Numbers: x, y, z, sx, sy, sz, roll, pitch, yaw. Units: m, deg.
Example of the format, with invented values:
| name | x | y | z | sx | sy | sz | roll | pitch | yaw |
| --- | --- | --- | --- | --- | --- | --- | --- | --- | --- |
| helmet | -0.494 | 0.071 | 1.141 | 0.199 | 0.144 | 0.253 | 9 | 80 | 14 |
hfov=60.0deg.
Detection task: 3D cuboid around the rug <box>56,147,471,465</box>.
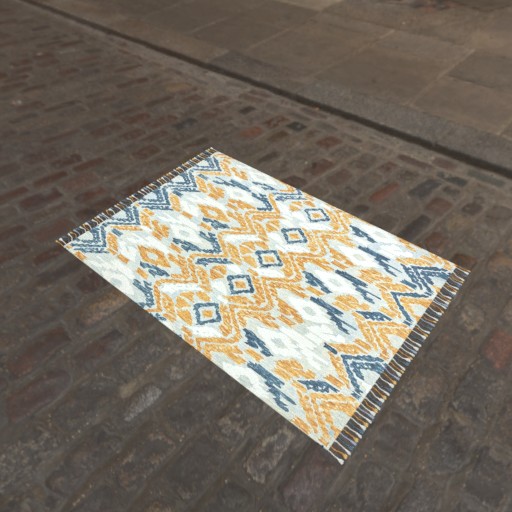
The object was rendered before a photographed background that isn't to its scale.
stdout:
| name | x | y | z | sx | sy | sz | roll | pitch | yaw |
| --- | --- | --- | --- | --- | --- | --- | --- | --- | --- |
| rug | 0.000 | 0.000 | 2.328 | 1.827 | 0.008 | 1.230 | 31 | 53 | 27 |
